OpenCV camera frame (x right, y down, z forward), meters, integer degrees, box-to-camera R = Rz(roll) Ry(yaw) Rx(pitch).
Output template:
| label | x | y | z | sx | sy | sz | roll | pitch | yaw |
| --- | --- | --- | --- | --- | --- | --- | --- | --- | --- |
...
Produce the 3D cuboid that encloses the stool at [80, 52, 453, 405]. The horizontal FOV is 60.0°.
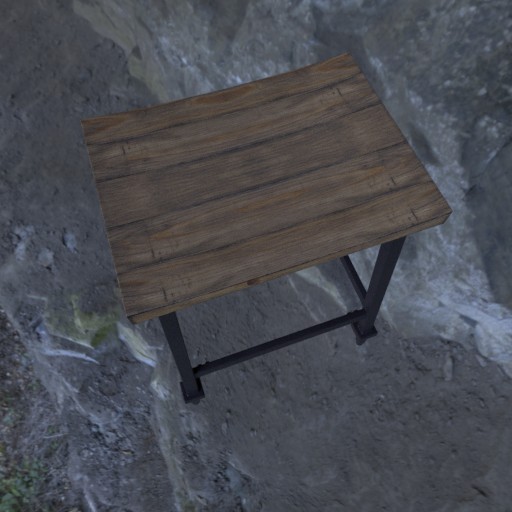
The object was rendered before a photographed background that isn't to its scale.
| label | x | y | z | sx | sy | sz | roll | pitch | yaw |
| --- | --- | --- | --- | --- | --- | --- | --- | --- | --- |
| stool | 0.000 | 0.000 | 0.944 | 0.486 | 0.625 | 0.405 | -18 | 65 | -9 |
